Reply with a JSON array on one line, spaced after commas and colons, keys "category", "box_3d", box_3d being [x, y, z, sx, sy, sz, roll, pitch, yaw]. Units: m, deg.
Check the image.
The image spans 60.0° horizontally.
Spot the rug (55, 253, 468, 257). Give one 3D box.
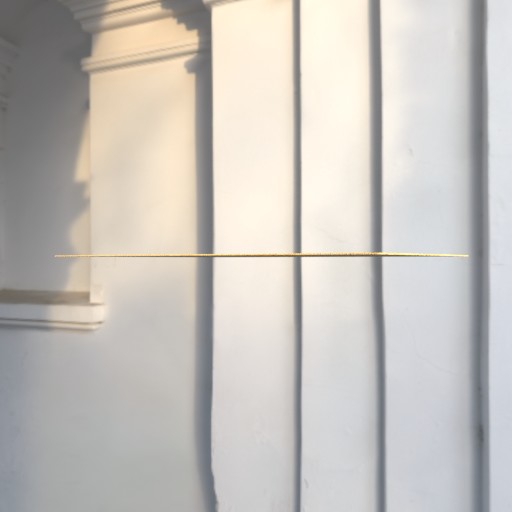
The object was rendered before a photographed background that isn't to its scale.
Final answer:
[{"category": "rug", "box_3d": [0.000, 0.000, 2.942, 2.286, 0.006, 1.524, 0, -1, 37]}]
